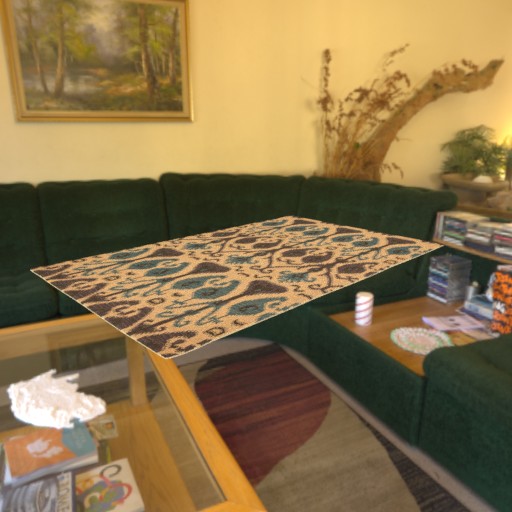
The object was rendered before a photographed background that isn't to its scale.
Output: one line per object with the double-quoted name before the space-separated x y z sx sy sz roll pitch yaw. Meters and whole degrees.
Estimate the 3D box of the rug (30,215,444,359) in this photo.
"rug" 0.000 0.000 2.112 1.698 0.013 1.072 -15 22 -42
